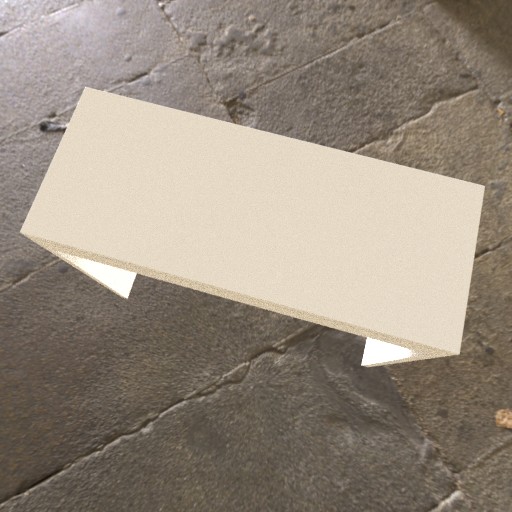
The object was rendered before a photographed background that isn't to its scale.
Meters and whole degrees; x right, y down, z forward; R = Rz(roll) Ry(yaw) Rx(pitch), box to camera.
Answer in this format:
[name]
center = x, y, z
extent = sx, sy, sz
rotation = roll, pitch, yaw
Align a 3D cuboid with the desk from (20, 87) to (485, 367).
[desk]
center = 0.000, 0.000, 1.401
extent = 1.000, 0.790, 0.400
rotation = 15, 75, 4
